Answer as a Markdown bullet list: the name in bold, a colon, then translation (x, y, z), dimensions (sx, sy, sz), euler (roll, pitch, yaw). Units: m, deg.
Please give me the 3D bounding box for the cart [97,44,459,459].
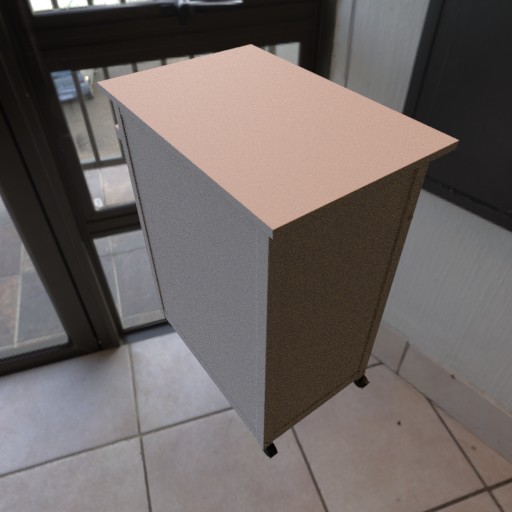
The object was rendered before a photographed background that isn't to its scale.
- **cart**: translation (0.000, 0.000, 1.230), dimensions (0.442, 0.864, 0.683), euler (-27, 49, -26)
